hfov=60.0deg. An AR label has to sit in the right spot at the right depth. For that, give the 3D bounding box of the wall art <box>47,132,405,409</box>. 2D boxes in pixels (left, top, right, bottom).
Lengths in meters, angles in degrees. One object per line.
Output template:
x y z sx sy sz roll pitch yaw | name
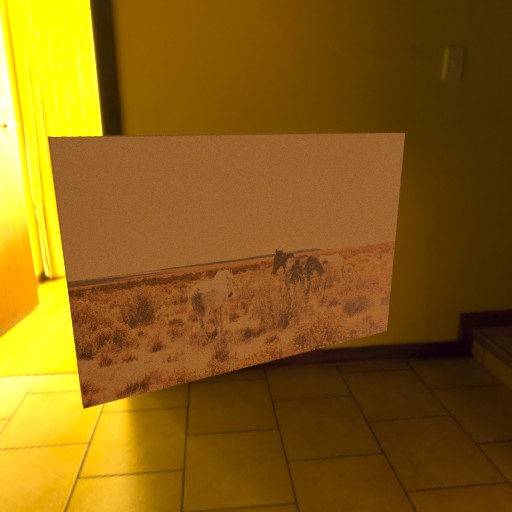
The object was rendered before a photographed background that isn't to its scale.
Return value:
0.000 0.000 1.437 1.138 0.761 0.051 -8 18 -25 | wall art
